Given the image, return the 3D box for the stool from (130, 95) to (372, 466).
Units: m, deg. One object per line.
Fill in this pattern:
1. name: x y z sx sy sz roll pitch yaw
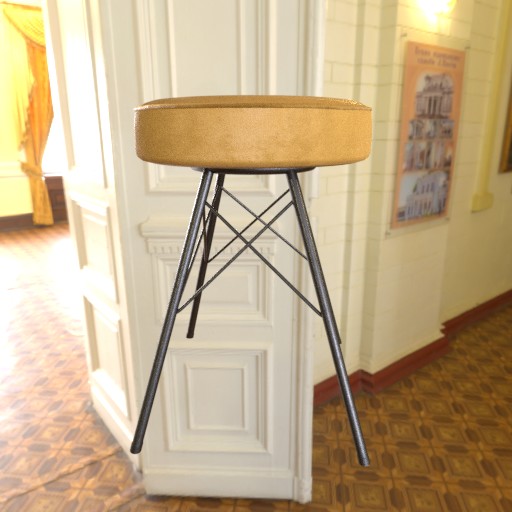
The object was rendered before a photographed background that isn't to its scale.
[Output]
1. stool: 0.000 0.000 0.894 0.438 0.595 0.472 2 16 6
